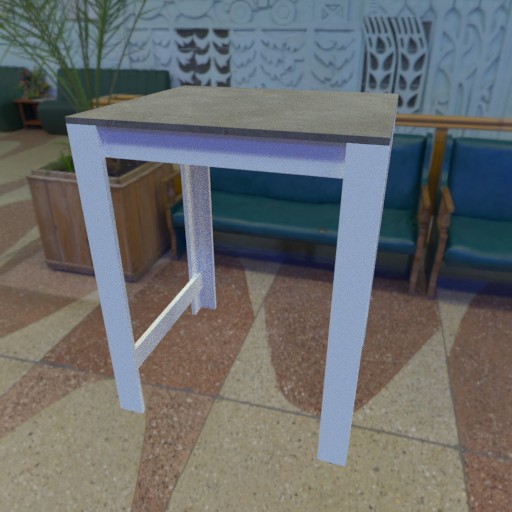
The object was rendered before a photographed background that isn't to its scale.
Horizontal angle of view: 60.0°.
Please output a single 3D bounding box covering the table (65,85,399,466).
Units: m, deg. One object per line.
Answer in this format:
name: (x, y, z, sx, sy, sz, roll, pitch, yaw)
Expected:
table: (0.000, 0.000, 1.551, 0.800, 1.020, 0.700, 8, 29, 15)
